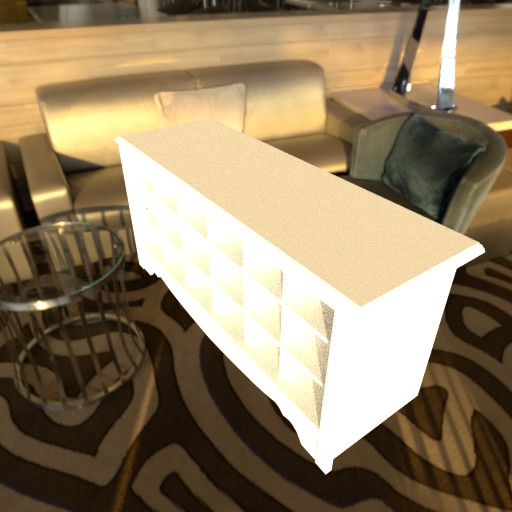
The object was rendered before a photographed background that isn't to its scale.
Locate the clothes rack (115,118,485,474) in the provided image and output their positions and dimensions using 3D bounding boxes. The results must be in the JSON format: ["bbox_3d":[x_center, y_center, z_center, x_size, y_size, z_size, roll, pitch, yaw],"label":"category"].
[{"bbox_3d":[0.000,0.000,1.467,0.405,0.558,1.218,-22,39,-29],"label":"clothes rack"}]
